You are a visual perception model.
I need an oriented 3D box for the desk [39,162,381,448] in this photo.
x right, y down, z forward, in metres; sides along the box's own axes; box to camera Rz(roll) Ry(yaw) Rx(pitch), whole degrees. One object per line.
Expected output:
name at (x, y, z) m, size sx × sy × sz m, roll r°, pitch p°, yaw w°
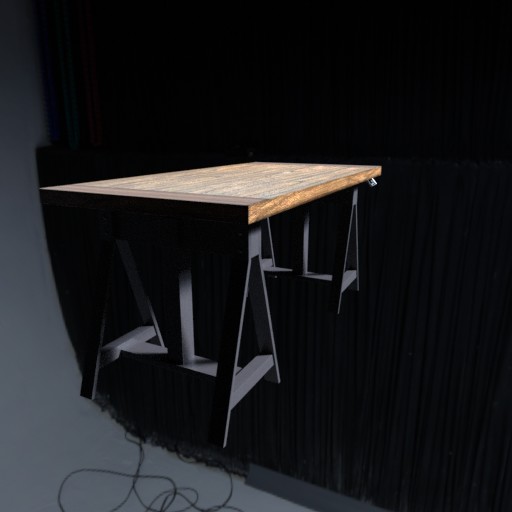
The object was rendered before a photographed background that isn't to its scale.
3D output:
desk at (0.000, 0.000, 2.000) m, size 0.784 × 0.725 × 1.543 m, roll 8°, pitch 17°, yaw 26°
